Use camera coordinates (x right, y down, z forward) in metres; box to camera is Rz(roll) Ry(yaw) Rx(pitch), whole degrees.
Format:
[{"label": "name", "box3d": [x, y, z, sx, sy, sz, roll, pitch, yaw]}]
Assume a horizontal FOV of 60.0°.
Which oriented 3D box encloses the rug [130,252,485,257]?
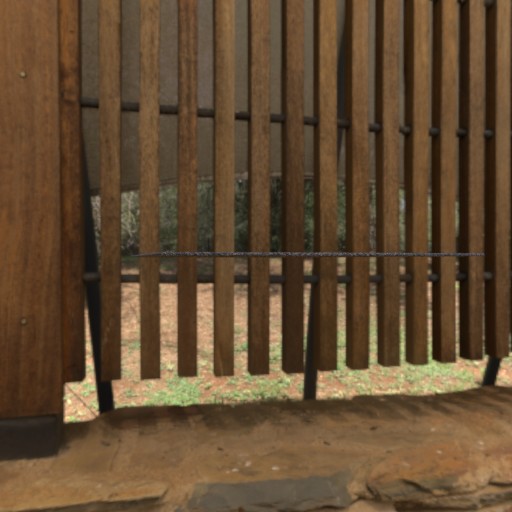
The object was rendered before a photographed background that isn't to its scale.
[{"label": "rug", "box3d": [0.000, 0.000, 2.217, 1.139, 0.010, 1.754, 0, 0, -18]}]
